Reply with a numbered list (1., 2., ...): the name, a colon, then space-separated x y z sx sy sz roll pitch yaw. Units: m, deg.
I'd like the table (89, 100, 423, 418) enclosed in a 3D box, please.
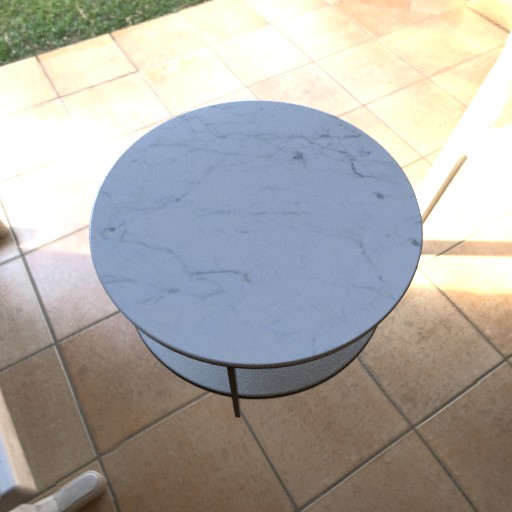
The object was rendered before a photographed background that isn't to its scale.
1. table: 0.000 0.000 1.269 0.800 0.450 0.800 0 57 0
